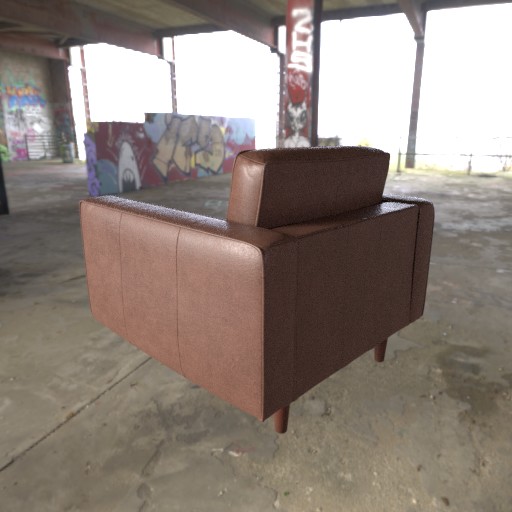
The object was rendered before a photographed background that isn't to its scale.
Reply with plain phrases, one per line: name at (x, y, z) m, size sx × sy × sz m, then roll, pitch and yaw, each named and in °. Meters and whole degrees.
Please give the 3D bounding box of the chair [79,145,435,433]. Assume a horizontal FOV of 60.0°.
chair at (0.000, 0.000, 1.574) m, size 0.900 × 0.770 × 0.920 m, roll 15°, pitch 22°, yaw 42°
